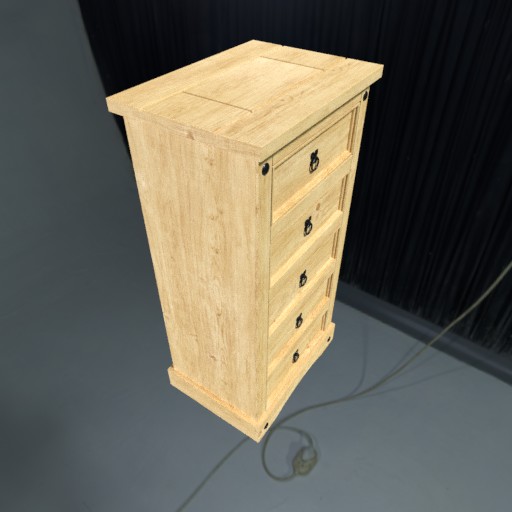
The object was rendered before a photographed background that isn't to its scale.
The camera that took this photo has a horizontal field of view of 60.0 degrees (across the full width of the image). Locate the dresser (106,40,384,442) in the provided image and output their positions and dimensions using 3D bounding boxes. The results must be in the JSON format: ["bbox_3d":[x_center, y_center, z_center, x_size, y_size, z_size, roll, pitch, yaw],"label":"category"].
[{"bbox_3d":[0.000,0.000,1.338,0.390,1.041,0.531,24,46,26],"label":"dresser"}]
